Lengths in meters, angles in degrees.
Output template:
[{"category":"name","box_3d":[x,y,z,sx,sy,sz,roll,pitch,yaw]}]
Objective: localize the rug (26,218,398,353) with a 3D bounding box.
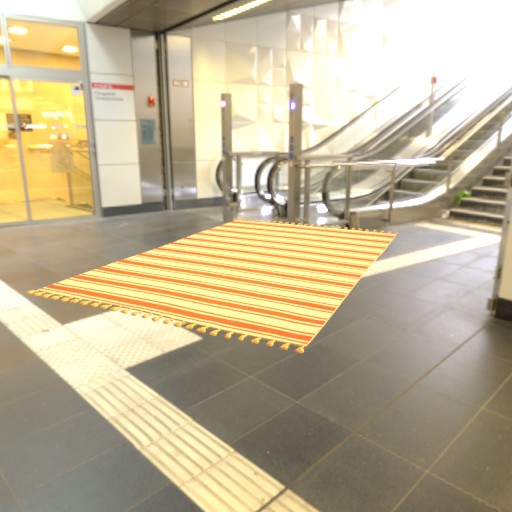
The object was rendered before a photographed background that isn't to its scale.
[{"category":"rug","box_3d":[0.000,0.000,3.077,1.556,0.022,2.433,7,17,25]}]
